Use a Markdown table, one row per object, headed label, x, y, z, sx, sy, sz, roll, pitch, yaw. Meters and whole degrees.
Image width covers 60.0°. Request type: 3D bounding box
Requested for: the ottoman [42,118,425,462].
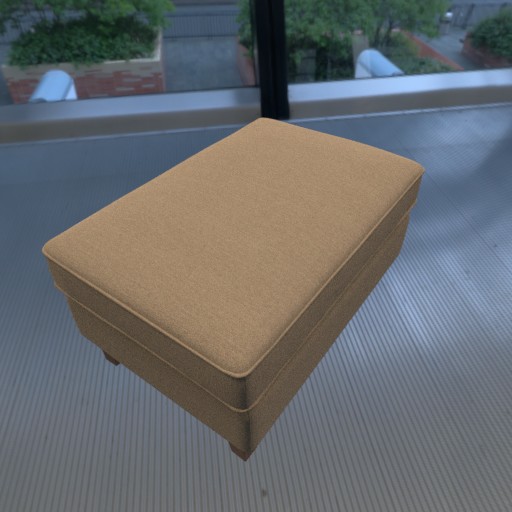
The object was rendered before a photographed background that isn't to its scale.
| label | x | y | z | sx | sy | sz | roll | pitch | yaw |
| --- | --- | --- | --- | --- | --- | --- | --- | --- | --- |
| ottoman | 0.000 | 0.000 | 1.322 | 0.636 | 0.521 | 0.945 | 25 | 47 | 26 |
